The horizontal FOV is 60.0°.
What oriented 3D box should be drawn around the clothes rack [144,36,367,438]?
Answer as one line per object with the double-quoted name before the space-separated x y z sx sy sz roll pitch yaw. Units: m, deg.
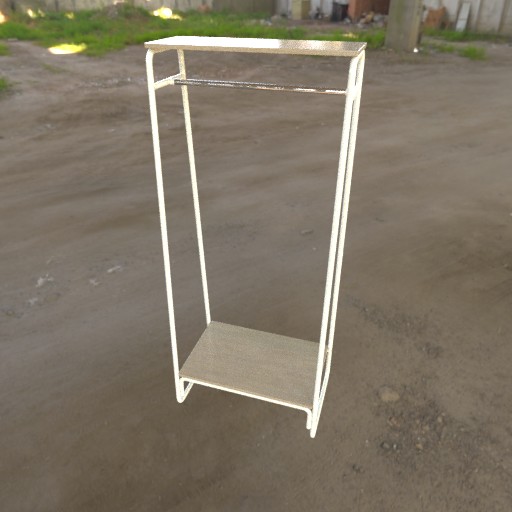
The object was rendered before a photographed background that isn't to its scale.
"clothes rack" 0.000 0.000 1.736 0.640 1.512 0.400 9 32 15
